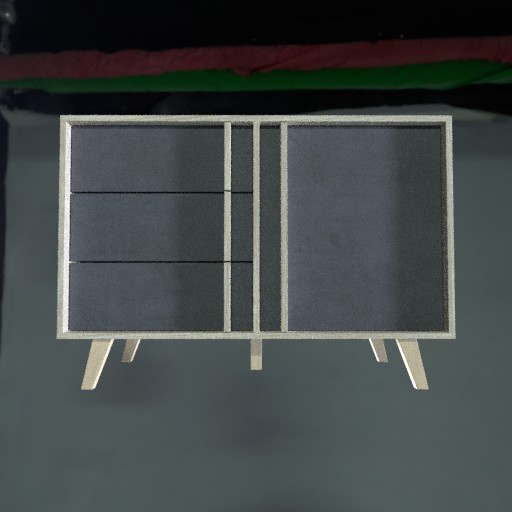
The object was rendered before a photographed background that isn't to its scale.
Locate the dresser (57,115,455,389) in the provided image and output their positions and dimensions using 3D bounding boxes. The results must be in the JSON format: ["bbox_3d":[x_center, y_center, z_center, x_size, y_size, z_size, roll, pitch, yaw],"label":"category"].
[{"bbox_3d":[0.000,0.000,1.492,1.110,0.780,0.500,0,-2,0],"label":"dresser"}]
